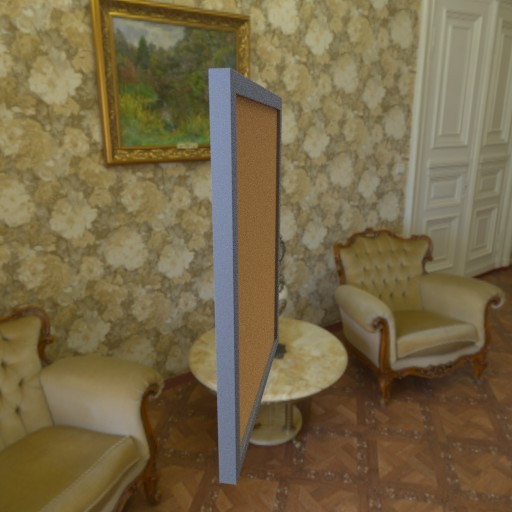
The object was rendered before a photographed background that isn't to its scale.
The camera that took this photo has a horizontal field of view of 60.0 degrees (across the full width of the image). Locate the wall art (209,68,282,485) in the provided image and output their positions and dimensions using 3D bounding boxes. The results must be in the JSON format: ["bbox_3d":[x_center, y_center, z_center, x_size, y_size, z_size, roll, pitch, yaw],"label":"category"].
[{"bbox_3d":[0.000,0.000,0.783,0.029,0.558,0.458,3,16,10],"label":"wall art"}]
